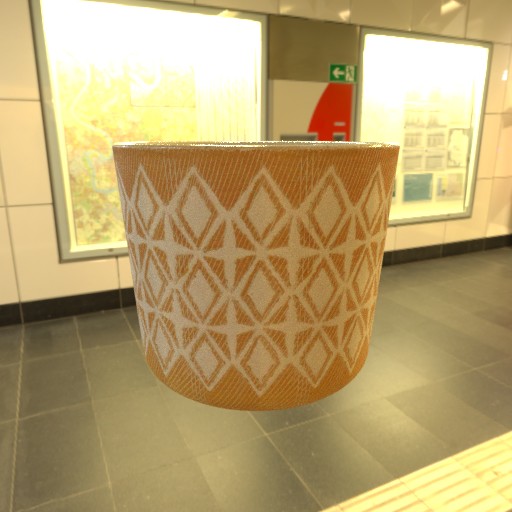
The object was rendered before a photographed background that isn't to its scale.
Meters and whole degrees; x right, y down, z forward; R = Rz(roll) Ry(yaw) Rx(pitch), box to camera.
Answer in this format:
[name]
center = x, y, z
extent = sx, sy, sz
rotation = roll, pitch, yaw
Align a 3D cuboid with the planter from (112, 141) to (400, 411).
[planter]
center = 0.000, 0.000, 0.332
extent = 0.193, 0.165, 0.193
rotation = 0, 15, 0
